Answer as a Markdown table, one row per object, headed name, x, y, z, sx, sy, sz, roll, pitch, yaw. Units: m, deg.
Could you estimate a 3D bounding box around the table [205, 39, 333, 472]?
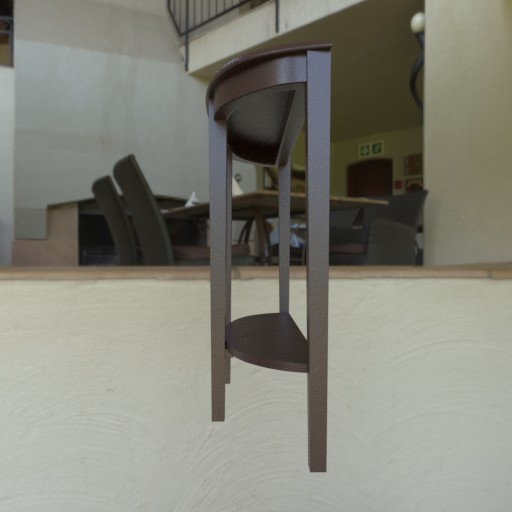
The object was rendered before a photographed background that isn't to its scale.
| name | x | y | z | sx | sy | sz | roll | pitch | yaw |
| --- | --- | --- | --- | --- | --- | --- | --- | --- | --- |
| table | 0.000 | 0.000 | 1.282 | 0.274 | 0.831 | 0.909 | 0 | 0 | -1 |
